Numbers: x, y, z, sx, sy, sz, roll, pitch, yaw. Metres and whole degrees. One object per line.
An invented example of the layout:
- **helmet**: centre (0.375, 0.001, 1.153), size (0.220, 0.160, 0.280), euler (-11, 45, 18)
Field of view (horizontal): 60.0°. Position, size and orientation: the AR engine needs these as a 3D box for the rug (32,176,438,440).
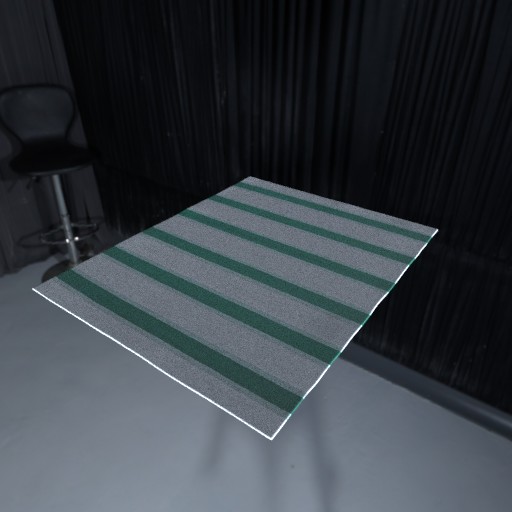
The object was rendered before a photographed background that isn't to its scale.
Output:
- **rug**: centre (0.000, 0.000, 4.137), size (2.434, 0.019, 3.041), euler (21, 38, 30)
